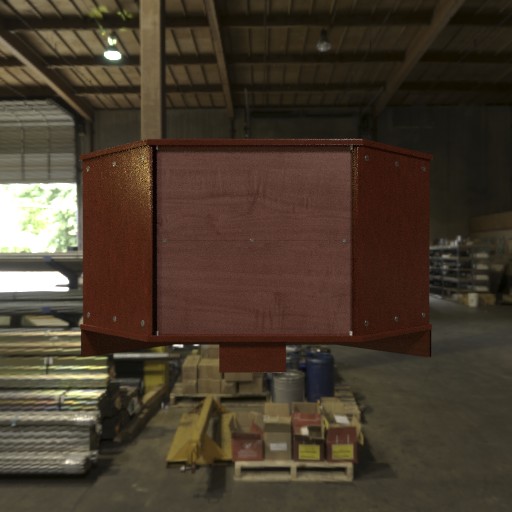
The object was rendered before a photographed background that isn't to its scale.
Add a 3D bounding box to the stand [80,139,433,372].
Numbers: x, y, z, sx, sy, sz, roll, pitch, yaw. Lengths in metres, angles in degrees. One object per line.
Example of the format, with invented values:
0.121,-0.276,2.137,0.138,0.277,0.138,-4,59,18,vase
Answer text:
0.000,0.000,1.347,1.072,0.614,0.381,0,0,0,stand
